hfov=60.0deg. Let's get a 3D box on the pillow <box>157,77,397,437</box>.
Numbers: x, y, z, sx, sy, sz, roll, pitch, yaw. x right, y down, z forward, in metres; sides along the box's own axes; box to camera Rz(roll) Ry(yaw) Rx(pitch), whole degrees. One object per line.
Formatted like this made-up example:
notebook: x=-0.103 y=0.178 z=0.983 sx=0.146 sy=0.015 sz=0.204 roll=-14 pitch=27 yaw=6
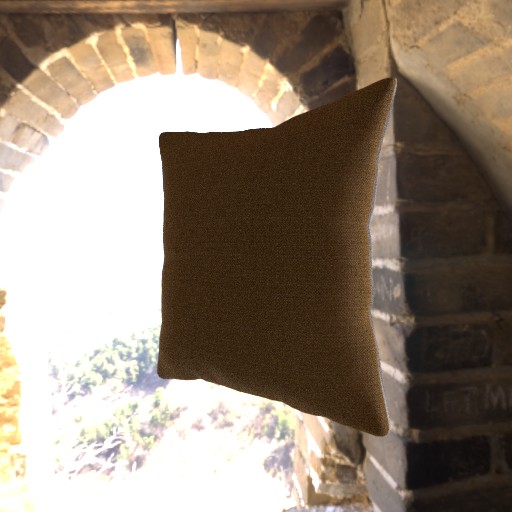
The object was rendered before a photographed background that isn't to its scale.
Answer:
pillow: x=0.000 y=0.000 z=0.664 sx=0.432 sy=0.437 sz=0.147 roll=0 pitch=0 yaw=37
